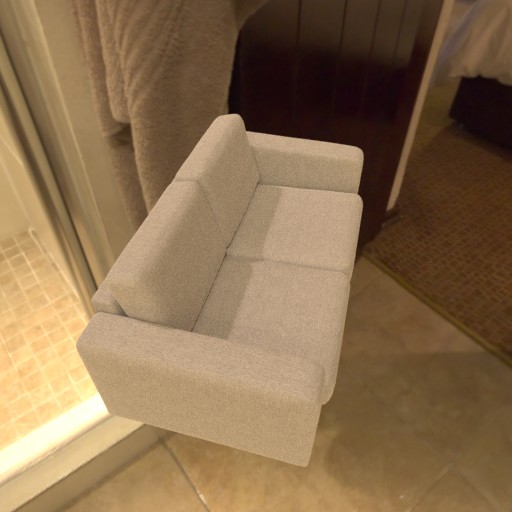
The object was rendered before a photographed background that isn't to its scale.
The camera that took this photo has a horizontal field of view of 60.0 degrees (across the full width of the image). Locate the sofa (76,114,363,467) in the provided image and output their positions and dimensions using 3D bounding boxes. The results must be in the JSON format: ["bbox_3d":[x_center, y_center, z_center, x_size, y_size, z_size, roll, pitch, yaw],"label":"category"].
[{"bbox_3d":[0.000,0.000,2.074,0.900,0.800,1.540,11,46,11],"label":"sofa"}]
